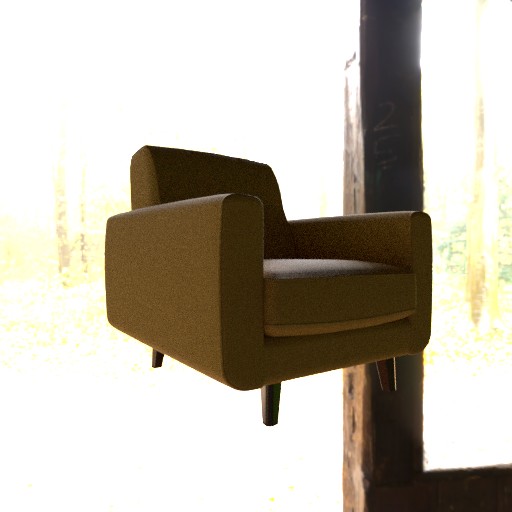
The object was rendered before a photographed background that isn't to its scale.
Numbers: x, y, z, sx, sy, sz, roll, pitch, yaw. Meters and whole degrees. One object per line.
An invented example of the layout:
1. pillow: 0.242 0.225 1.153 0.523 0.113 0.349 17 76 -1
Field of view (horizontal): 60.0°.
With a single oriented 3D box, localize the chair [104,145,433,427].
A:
1. chair: 0.000 0.000 1.562 0.831 0.841 0.909 0 0 -36
